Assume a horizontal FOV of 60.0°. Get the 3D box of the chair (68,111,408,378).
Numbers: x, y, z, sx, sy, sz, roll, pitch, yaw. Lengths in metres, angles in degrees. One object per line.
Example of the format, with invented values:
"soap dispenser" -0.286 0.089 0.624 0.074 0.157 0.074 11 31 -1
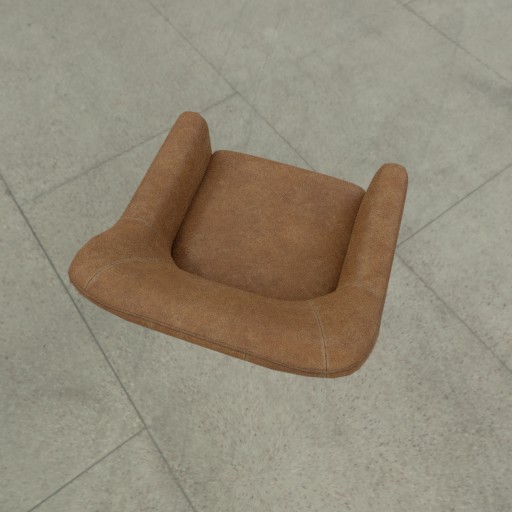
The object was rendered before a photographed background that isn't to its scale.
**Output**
"chair" 0.000 0.000 1.840 1.037 0.980 1.034 17 64 8
